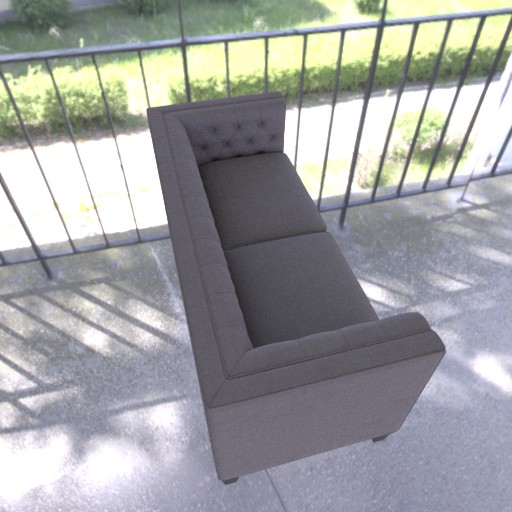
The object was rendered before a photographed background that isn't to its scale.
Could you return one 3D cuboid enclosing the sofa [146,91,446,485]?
[{"bbox_3d":[0.000,0.000,2.168,0.775,0.762,1.778,-11,48,-10],"label":"sofa"}]
